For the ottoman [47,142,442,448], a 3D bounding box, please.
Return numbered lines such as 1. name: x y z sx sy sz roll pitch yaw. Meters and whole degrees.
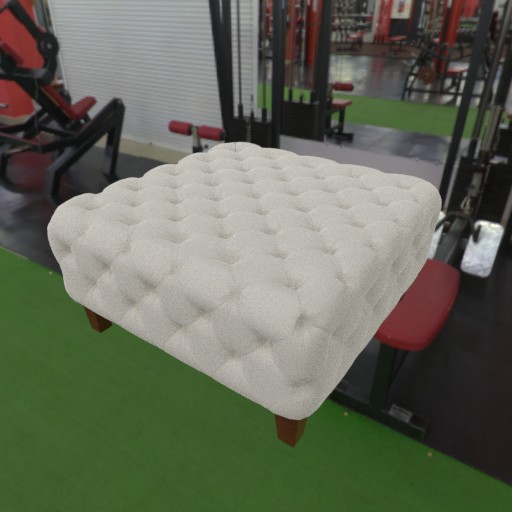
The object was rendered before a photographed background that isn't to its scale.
1. ottoman: 0.000 0.000 1.203 0.753 0.376 0.755 20 36 30
